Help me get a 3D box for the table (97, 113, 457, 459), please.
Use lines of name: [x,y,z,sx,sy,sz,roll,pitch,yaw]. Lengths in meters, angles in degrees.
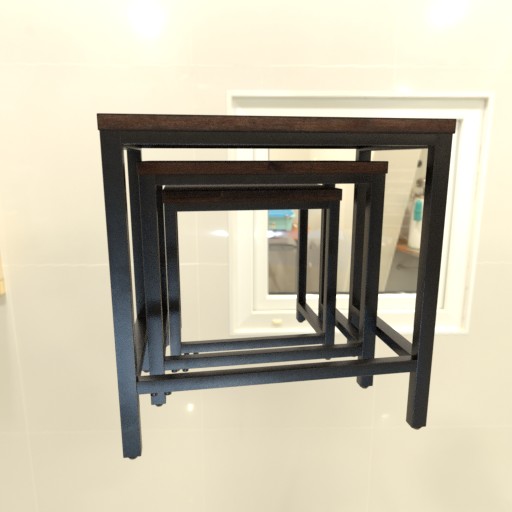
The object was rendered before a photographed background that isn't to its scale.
table: [0.000,0.000,1.115,0.608,0.616,0.660,-2,13,-9]
